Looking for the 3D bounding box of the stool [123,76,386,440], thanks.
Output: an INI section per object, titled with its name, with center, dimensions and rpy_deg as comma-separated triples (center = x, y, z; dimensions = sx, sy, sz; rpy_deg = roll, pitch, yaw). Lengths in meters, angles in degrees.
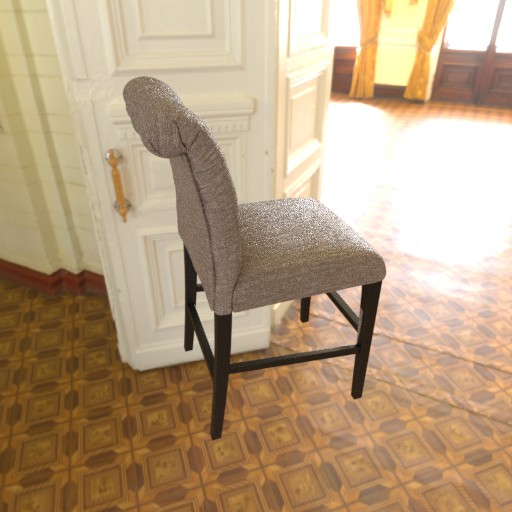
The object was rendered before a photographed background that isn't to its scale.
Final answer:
[stool]
center = 0.000, 0.000, 1.313
dimensions = 0.611, 0.970, 0.457
rpy_deg = -10, 33, -16
